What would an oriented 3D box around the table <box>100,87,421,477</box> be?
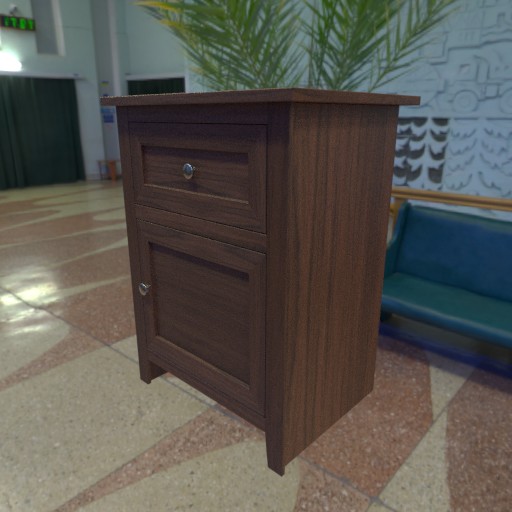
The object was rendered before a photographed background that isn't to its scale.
[{"bbox_3d":[0.000,0.000,0.940,0.480,0.636,0.381,16,24,41],"label":"table"}]
